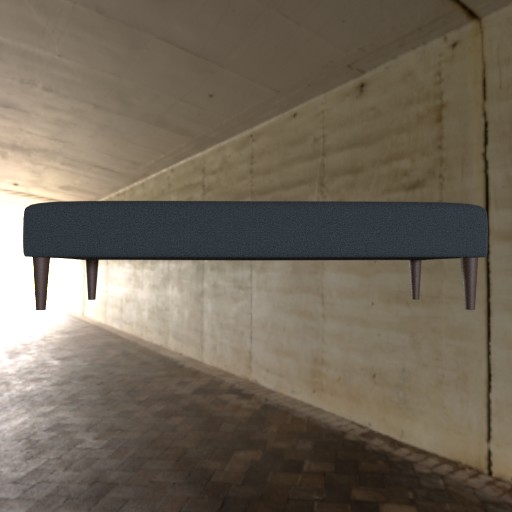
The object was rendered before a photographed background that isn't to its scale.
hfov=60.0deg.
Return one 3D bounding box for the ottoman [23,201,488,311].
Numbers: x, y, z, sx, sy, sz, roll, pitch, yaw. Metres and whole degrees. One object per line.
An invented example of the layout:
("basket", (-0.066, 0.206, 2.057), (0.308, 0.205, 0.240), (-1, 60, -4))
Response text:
("ottoman", (0.000, 0.000, 1.820), (1.609, 0.393, 0.646), (0, -2, -1))
